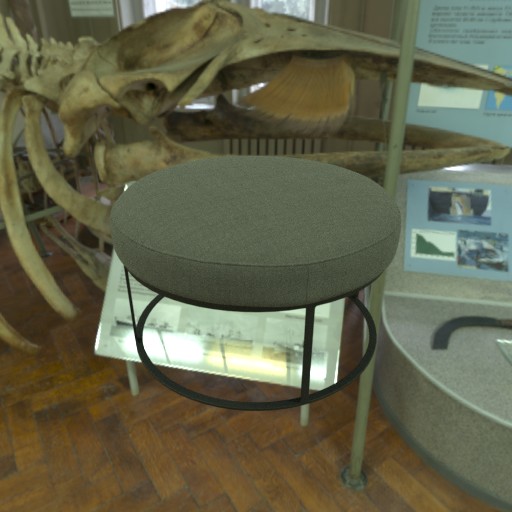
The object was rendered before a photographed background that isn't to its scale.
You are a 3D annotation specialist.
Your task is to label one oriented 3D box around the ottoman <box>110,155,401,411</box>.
[{"bbox_3d":[0.000,0.000,1.279,0.772,0.460,0.772,0,27,0],"label":"ottoman"}]
